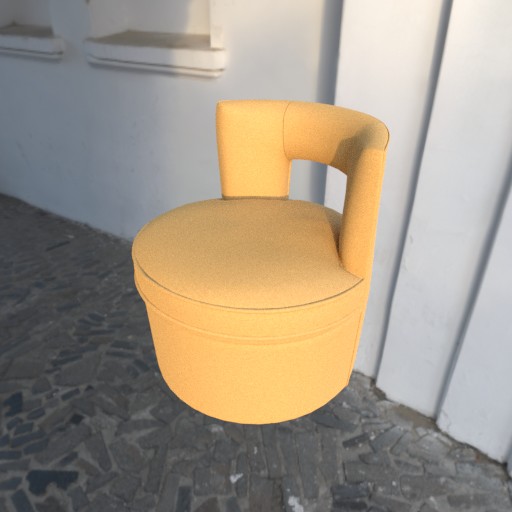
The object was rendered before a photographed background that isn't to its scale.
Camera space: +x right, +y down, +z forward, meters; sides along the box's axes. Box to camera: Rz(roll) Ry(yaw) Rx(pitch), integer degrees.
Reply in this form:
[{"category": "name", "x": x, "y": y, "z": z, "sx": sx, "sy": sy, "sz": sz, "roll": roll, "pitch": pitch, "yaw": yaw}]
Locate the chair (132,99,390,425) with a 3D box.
[{"category": "chair", "x": 0.000, "y": 0.000, "z": 1.230, "sx": 0.665, "sy": 0.723, "sz": 0.650, "roll": -21, "pitch": 37, "yaw": -32}]
